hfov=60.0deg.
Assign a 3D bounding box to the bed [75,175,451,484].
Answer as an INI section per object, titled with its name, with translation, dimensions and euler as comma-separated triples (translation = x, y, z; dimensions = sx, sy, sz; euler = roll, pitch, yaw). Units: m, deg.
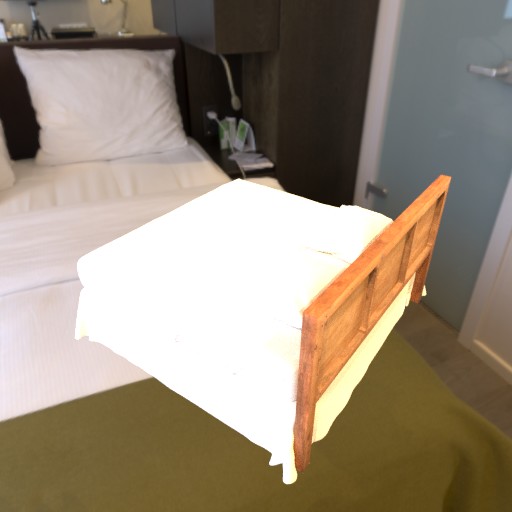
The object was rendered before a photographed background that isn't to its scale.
[bed]
translation = 0.000, 0.000, 3.450
dimensions = 2.165, 1.158, 2.255
euler = 21, 38, 30
